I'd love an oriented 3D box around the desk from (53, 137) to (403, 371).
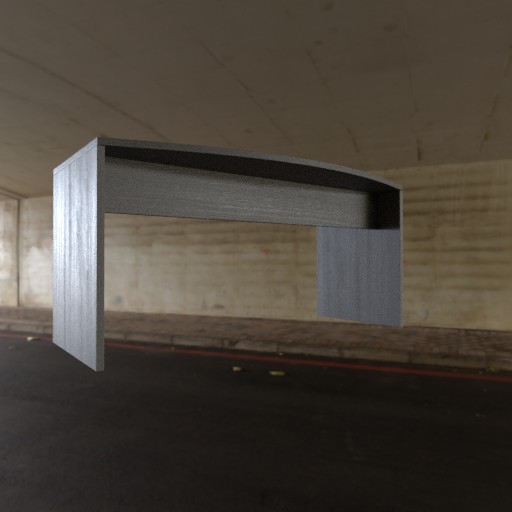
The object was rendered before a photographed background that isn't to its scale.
[{"bbox_3d":[0.000,0.000,2.076,1.600,0.750,0.802,0,-1,-36],"label":"desk"}]
